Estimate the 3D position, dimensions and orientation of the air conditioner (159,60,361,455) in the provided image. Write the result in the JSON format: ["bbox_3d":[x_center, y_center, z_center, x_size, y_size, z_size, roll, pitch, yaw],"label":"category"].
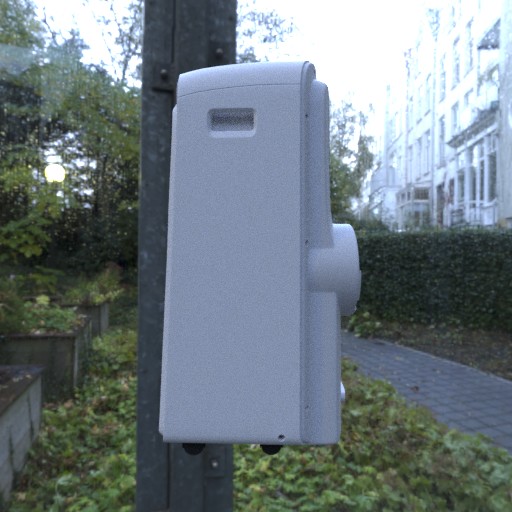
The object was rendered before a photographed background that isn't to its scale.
[{"bbox_3d":[0.000,0.000,0.956,0.365,0.700,0.454,0,-1,0],"label":"air conditioner"}]
